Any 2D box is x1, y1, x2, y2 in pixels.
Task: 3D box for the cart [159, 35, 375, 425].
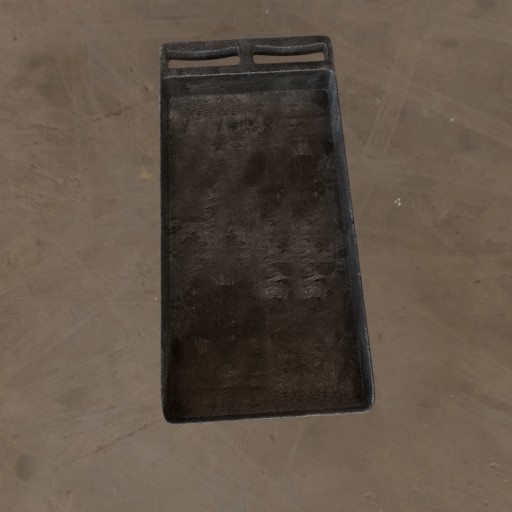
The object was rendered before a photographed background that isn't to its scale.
[{"bbox_3d":[0.000,0.000,1.359,0.420,0.824,0.877,-3,75,-1],"label":"cart"}]
